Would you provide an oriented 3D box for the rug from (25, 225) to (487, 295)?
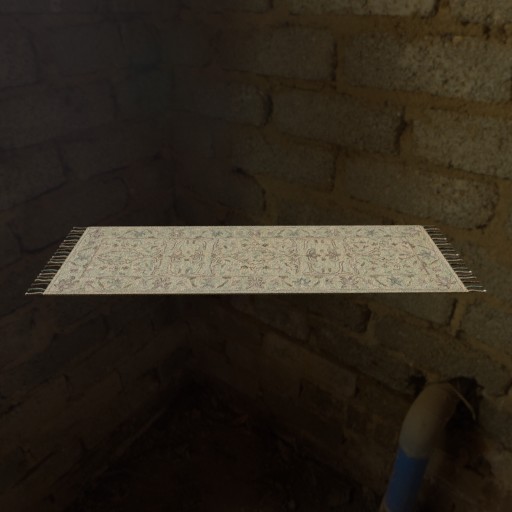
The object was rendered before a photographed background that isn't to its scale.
[{"bbox_3d":[0.000,0.000,2.660,2.440,0.013,0.769,0,31,0],"label":"rug"}]
